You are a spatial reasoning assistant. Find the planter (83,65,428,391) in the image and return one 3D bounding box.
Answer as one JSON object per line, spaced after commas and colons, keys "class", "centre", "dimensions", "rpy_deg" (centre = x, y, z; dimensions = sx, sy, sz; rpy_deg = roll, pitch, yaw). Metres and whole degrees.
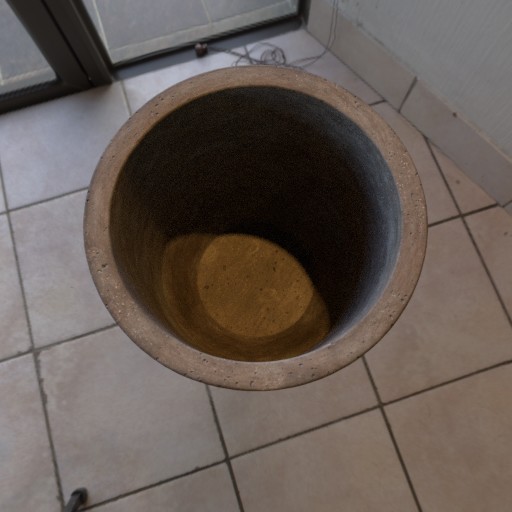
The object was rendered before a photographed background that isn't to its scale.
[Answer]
{"class": "planter", "centre": [0.000, 0.000, 0.253], "dimensions": [0.142, 0.149, 0.142], "rpy_deg": [0, 76, 0]}
